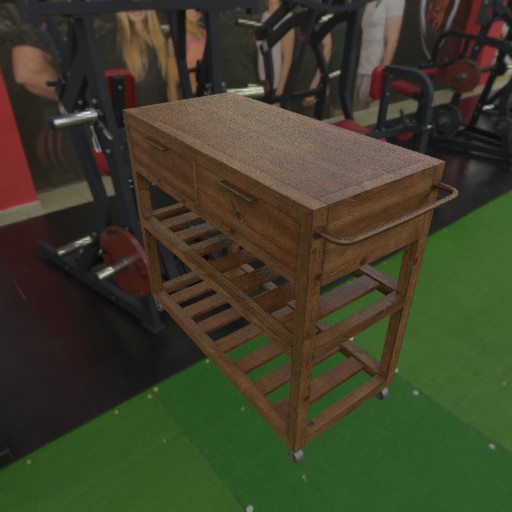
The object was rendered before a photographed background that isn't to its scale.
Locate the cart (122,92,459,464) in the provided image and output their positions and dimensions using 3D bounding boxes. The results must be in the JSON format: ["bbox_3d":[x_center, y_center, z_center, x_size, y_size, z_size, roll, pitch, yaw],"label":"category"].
[{"bbox_3d":[0.000,0.000,1.474,0.445,0.830,1.065,-22,39,-30],"label":"cart"}]
